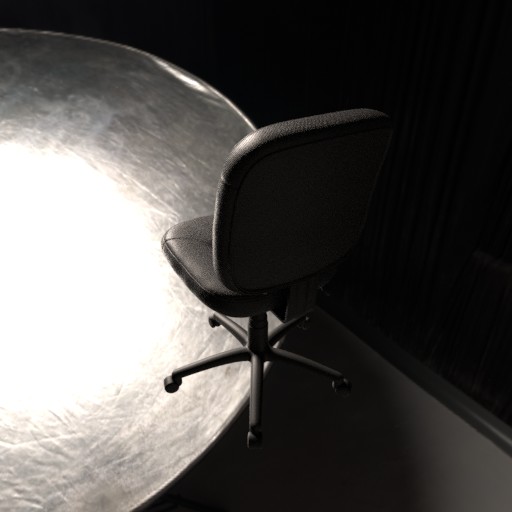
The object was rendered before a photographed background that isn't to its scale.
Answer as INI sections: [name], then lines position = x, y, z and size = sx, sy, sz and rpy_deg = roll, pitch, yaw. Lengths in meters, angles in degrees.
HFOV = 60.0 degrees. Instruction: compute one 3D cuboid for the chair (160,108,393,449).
[chair]
position = 0.000, 0.000, 1.375
size = 0.647, 0.959, 0.646
rpy_deg = -19, 36, -29
